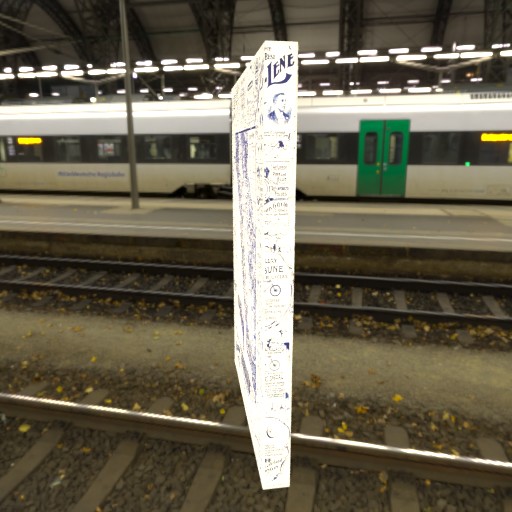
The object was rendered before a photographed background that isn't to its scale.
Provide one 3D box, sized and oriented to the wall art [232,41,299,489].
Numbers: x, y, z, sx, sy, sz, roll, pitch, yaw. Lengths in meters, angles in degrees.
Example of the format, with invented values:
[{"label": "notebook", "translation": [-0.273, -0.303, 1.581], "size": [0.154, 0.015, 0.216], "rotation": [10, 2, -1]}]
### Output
[{"label": "wall art", "translation": [0.000, 0.000, 0.484], "size": [0.025, 0.376, 0.255], "rotation": [-2, 13, -8]}]
